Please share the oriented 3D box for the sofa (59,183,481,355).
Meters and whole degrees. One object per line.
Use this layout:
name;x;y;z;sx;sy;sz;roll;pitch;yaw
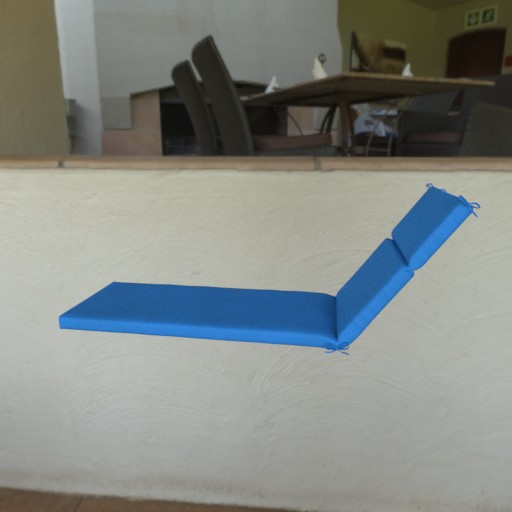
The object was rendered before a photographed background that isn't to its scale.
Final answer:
sofa;0.000;0.000;1.966;1.663;0.622;0.582;2;14;9
